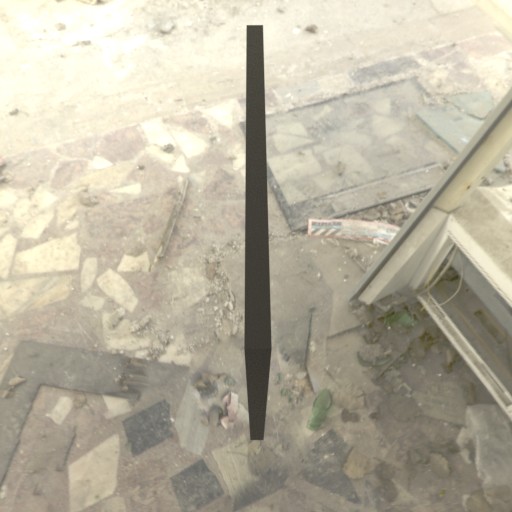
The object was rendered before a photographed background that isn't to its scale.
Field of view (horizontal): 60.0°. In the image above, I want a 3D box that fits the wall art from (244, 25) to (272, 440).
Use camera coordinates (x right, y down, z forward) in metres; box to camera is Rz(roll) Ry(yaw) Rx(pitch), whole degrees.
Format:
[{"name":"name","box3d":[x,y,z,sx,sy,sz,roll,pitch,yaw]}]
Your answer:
[{"name":"wall art","box3d":[0.000,0.000,1.133,0.038,0.763,0.763,0,59,0]}]
